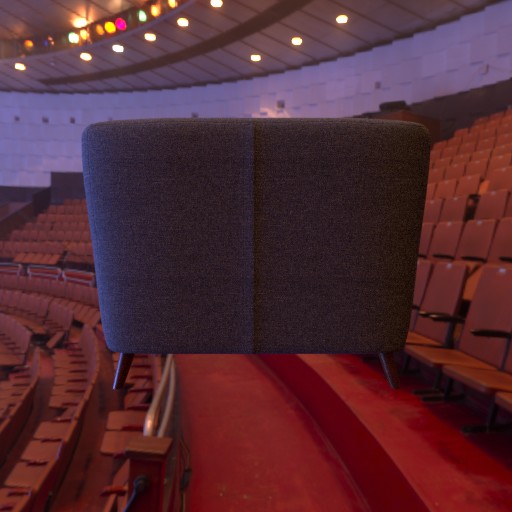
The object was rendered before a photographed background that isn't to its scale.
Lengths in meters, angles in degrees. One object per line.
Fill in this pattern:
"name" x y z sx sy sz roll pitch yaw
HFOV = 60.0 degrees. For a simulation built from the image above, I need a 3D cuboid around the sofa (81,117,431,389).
"sofa" 0.000 0.000 2.010 1.358 1.028 0.874 0 1 0
